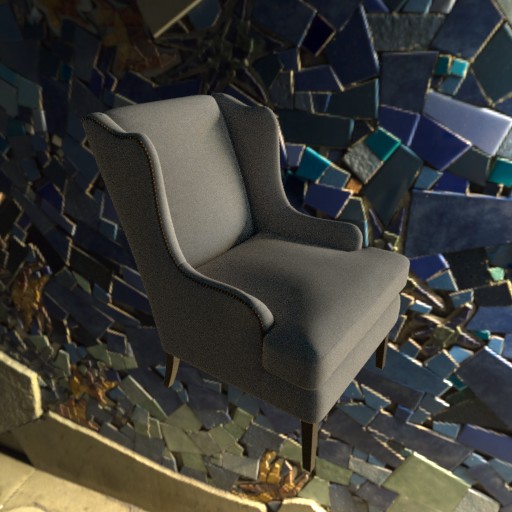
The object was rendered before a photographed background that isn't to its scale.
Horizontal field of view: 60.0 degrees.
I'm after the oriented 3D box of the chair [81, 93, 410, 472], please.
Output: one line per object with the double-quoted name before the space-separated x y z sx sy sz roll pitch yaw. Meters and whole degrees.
"chair" 0.000 0.000 1.630 0.940 1.029 0.737 18 32 32
